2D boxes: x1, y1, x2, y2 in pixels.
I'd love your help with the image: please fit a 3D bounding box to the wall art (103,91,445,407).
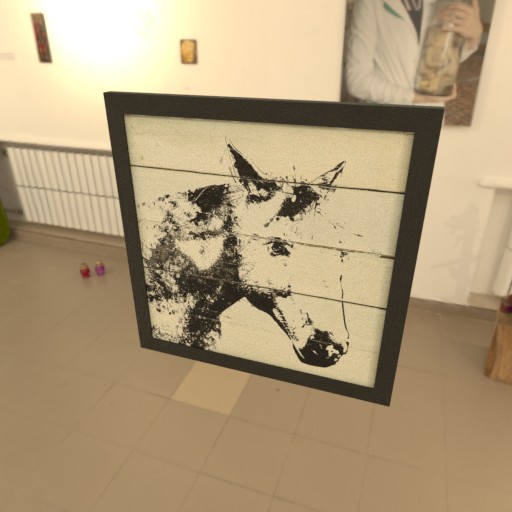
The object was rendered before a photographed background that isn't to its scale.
[{"bbox_3d":[0.000,0.000,1.507,1.016,1.016,0.038,9,28,17],"label":"wall art"}]
